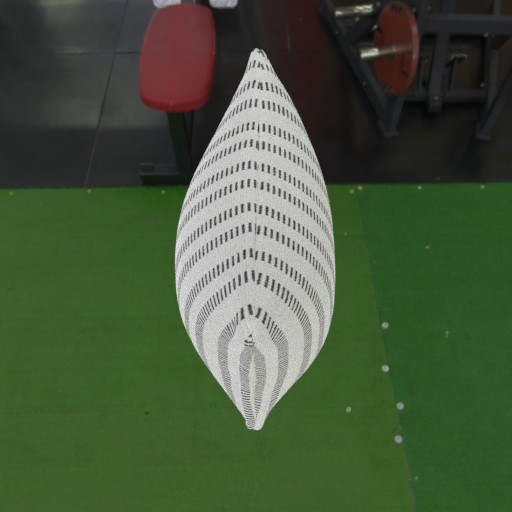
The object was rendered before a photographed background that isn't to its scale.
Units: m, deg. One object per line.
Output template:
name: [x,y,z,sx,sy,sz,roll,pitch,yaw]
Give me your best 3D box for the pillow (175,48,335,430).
pillow: [0.000,0.000,0.685,0.247,0.419,0.438,1,58,1]
